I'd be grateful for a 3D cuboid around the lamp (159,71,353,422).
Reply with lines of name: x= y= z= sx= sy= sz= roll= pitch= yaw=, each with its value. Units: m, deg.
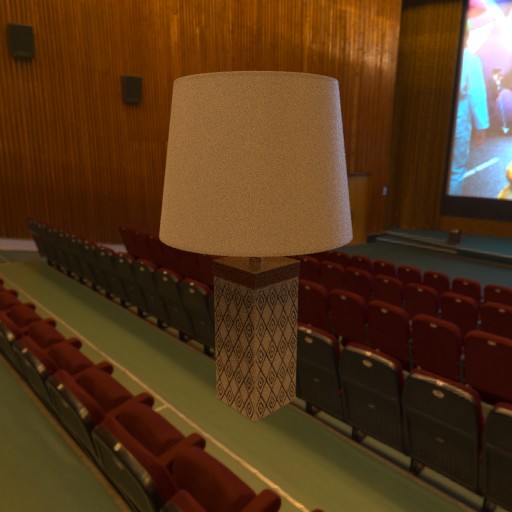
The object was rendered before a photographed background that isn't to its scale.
lamp: x=0.000 y=0.000 z=0.596 sx=0.251 sy=0.435 sz=0.251 roll=0 pitch=14 yaw=0
